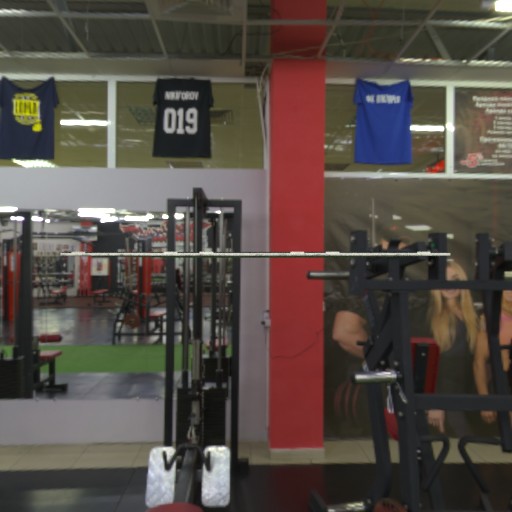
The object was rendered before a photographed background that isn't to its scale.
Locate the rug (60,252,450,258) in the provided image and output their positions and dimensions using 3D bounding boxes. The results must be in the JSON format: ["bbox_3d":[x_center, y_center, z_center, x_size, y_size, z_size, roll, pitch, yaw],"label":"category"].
[{"bbox_3d":[0.000,0.000,2.904,1.555,0.016,2.286,0,0,0],"label":"rug"}]
